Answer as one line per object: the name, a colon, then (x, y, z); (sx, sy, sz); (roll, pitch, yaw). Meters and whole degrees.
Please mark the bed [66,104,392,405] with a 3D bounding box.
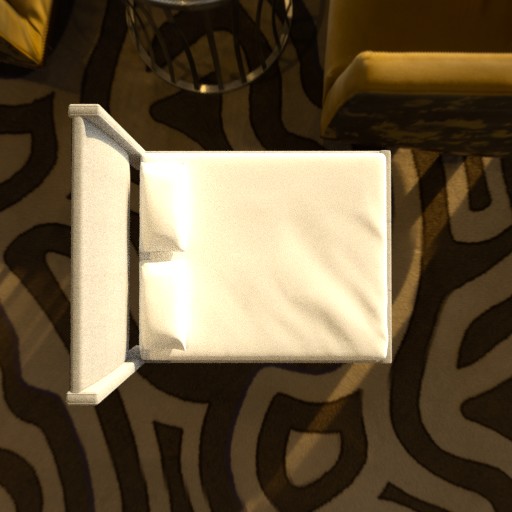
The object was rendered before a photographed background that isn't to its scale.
bed: (0.000, 0.000, 3.336); (2.222, 1.491, 1.774); (0, 89, 0)
